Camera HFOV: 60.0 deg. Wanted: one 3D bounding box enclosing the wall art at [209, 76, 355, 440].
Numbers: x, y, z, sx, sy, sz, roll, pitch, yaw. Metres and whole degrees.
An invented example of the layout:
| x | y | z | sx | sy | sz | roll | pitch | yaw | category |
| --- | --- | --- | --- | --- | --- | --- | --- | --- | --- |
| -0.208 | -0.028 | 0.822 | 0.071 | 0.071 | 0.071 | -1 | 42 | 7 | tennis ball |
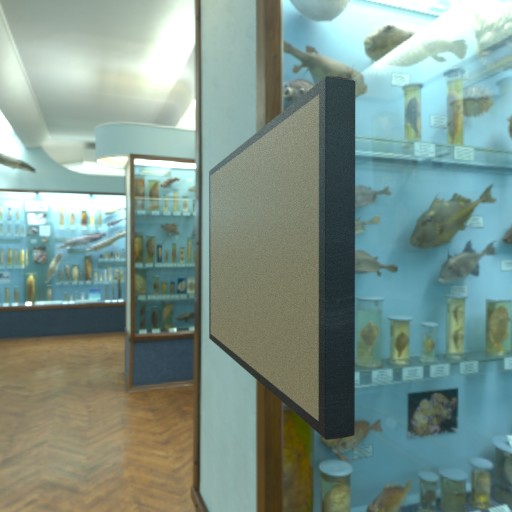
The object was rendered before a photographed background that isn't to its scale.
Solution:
| x | y | z | sx | sy | sz | roll | pitch | yaw | category |
| --- | --- | --- | --- | --- | --- | --- | --- | --- | --- |
| 0.000 | 0.000 | 0.789 | 0.038 | 0.409 | 0.610 | 0 | 1 | -18 | wall art |
